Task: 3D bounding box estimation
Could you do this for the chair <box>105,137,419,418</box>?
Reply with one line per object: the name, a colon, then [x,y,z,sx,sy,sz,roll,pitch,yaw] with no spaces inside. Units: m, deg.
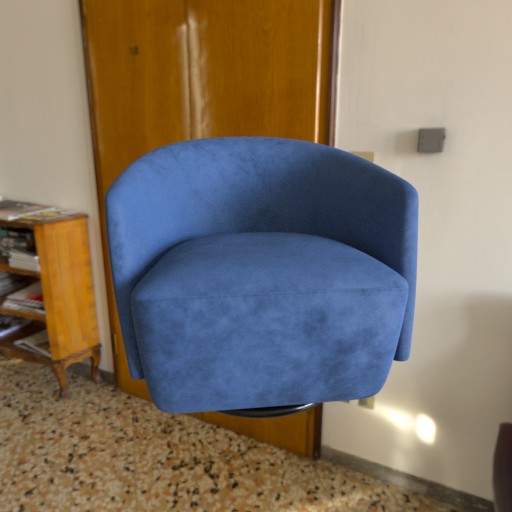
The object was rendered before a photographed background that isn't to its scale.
chair: [0.000,0.000,1.351,0.773,0.698,0.767,-2,16,-7]
